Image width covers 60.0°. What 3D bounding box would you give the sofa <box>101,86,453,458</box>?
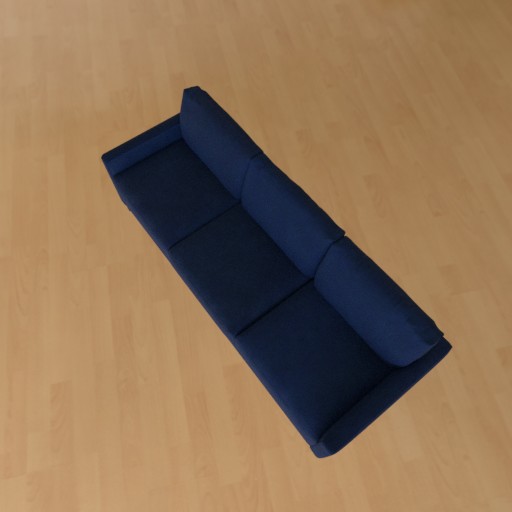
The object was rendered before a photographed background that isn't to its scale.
[{"bbox_3d":[0.000,0.000,2.720,0.875,0.879,2.252,-35,68,-16],"label":"sofa"}]
